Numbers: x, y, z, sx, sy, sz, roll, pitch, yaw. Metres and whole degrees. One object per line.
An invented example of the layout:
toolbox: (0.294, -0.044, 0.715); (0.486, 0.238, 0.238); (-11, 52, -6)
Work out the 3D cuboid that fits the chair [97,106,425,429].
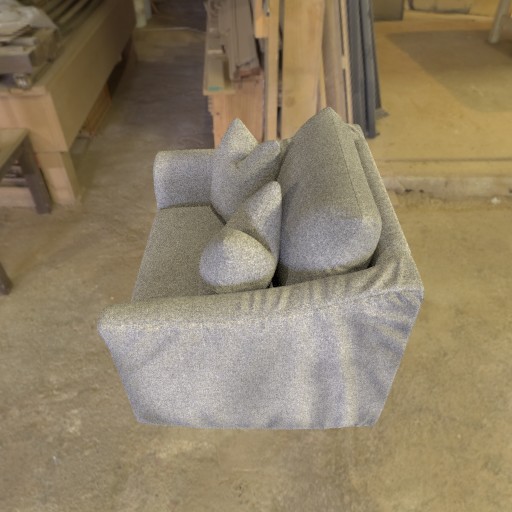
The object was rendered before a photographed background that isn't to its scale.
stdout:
chair: (0.000, 0.000, 2.025); (1.071, 1.059, 1.194); (0, 41, 0)
